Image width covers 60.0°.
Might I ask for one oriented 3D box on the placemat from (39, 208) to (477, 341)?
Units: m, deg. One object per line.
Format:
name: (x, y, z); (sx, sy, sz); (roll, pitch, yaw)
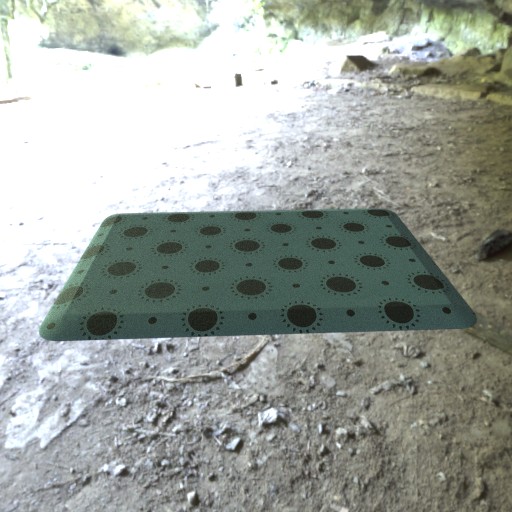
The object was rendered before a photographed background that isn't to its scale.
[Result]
placemat: (0.000, 0.000, 0.960); (0.762, 0.021, 0.508); (-1, 29, -2)
